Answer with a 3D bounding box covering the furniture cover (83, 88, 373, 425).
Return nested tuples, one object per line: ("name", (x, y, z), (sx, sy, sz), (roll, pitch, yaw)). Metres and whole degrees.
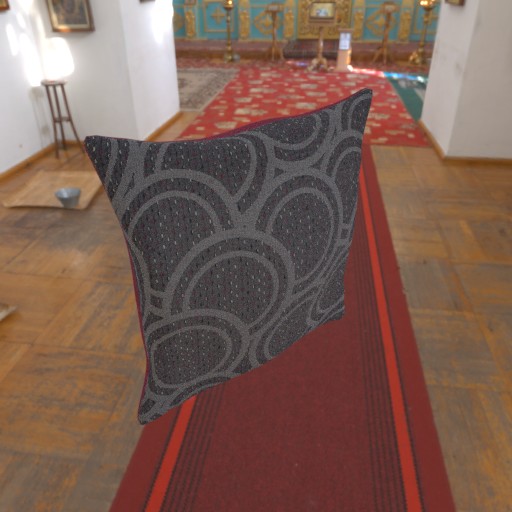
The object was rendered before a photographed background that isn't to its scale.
("furniture cover", (0.000, 0.000, 0.786), (0.514, 0.513, 0.163), (-21, 37, -31))
